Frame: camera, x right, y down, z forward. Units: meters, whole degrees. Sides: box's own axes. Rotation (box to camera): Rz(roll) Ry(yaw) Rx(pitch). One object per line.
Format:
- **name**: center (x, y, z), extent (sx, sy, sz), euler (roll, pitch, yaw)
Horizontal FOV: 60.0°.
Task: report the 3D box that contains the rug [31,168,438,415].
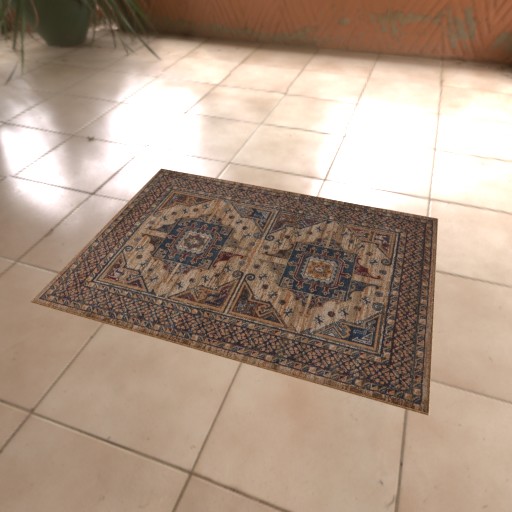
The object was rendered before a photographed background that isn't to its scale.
- **rug**: center (0.000, 0.000, 2.886), extent (2.227, 0.008, 1.611), euler (13, 43, 14)
